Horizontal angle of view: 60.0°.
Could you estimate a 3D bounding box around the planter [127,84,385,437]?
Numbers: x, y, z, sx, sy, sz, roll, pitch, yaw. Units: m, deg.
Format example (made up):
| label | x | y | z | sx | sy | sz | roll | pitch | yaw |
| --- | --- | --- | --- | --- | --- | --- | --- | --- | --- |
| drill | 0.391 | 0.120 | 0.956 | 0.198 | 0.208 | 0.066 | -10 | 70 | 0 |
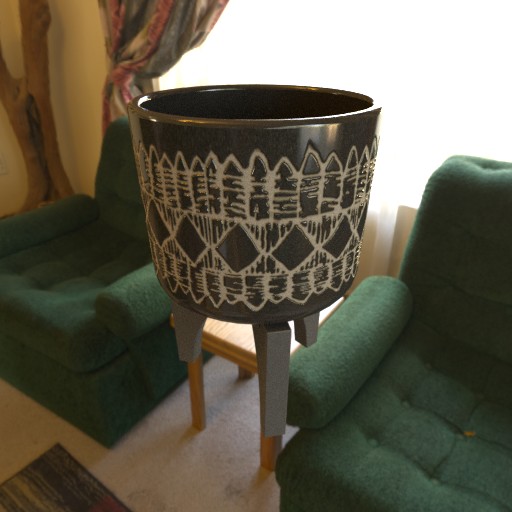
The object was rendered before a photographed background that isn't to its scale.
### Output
| label | x | y | z | sx | sy | sz | roll | pitch | yaw |
| --- | --- | --- | --- | --- | --- | --- | --- | --- | --- |
| planter | 0.000 | 0.000 | 0.523 | 0.251 | 0.355 | 0.251 | 9 | 29 | 16 |
